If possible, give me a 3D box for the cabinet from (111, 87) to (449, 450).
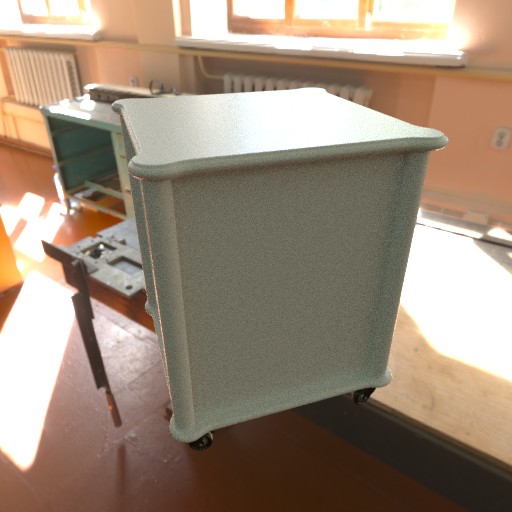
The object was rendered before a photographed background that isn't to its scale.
[{"bbox_3d":[0.000,0.000,1.222,0.627,0.761,0.628,-10,31,-16],"label":"cabinet"}]
